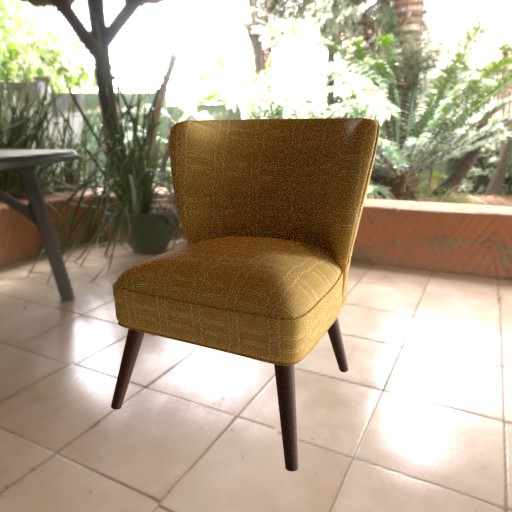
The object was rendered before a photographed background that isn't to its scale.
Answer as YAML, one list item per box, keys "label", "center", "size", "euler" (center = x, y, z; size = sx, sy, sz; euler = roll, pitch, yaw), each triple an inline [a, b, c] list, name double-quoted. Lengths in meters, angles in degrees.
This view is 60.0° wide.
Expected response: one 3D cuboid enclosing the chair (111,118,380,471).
- label: "chair"
  center: [0.000, 0.000, 1.430]
  size: [0.706, 0.866, 0.758]
  euler: [8, 17, 25]
